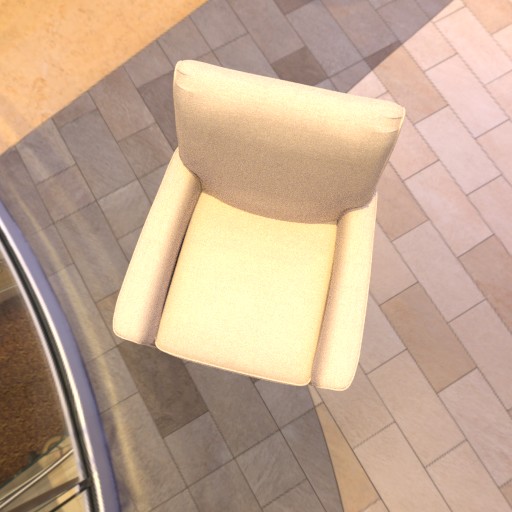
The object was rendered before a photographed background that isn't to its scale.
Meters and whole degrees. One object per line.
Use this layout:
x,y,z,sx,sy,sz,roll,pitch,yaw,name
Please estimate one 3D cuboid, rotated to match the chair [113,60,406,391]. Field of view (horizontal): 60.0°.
0.000,0.000,1.643,0.841,1.023,0.858,13,76,3,chair
